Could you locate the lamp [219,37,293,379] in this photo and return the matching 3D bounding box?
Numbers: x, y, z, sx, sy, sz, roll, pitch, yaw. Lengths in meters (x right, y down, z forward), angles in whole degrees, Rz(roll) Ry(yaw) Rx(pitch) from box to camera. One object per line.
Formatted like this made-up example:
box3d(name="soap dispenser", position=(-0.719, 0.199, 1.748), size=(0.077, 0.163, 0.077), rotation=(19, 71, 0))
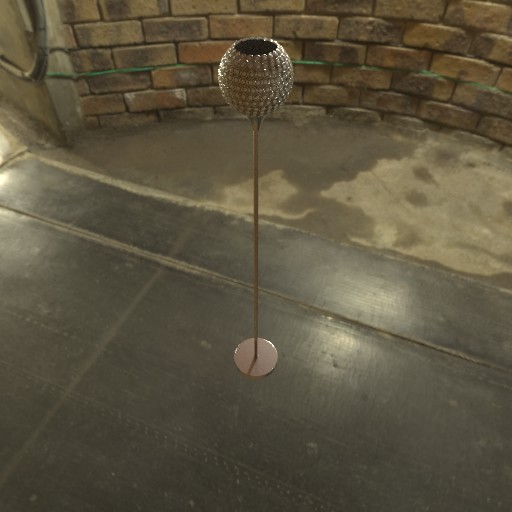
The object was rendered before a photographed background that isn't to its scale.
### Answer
box3d(name="lamp", position=(0.000, 0.000, 1.951), size=(0.254, 1.805, 0.254), rotation=(0, 48, 0))
